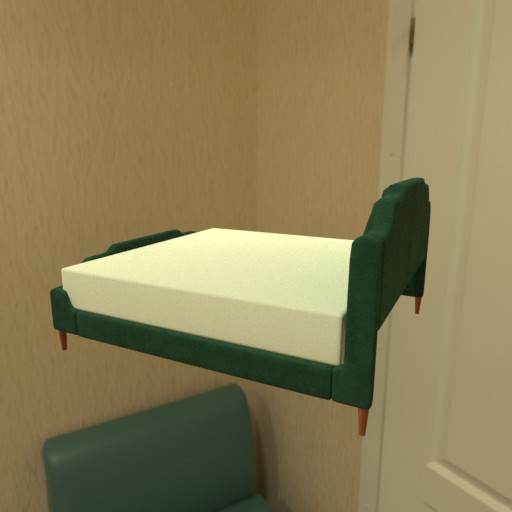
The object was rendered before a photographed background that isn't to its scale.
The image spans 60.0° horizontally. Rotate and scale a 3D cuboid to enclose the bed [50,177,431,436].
[{"bbox_3d":[0.000,0.000,3.518,2.340,1.245,2.074,7,14,26],"label":"bed"}]
